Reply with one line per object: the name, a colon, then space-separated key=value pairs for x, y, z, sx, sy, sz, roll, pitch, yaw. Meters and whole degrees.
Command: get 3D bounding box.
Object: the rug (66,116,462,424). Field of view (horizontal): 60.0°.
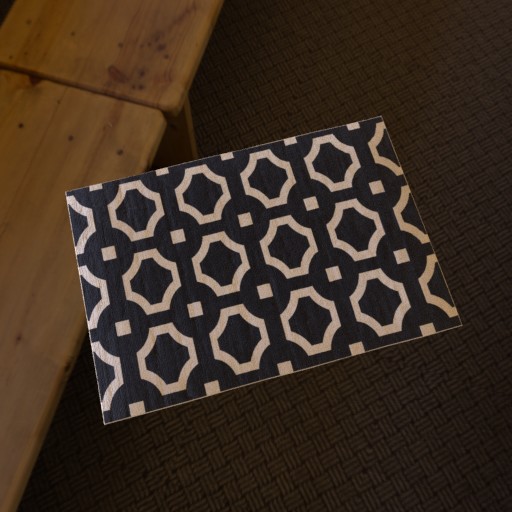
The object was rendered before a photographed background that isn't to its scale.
rug: x=0.000 y=0.000 z=2.916 sx=2.286 sy=0.016 sz=1.555 roll=-14 pitch=75 yaw=-4
